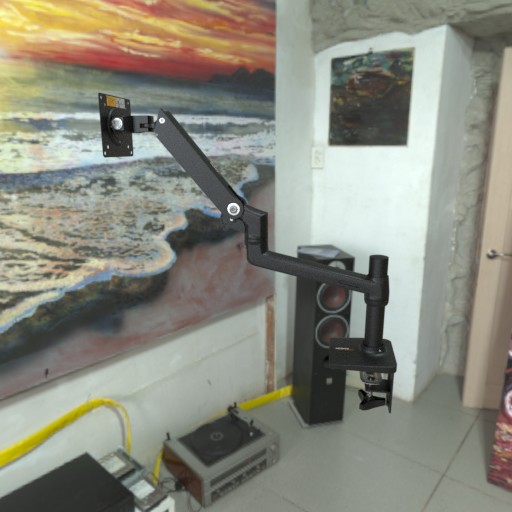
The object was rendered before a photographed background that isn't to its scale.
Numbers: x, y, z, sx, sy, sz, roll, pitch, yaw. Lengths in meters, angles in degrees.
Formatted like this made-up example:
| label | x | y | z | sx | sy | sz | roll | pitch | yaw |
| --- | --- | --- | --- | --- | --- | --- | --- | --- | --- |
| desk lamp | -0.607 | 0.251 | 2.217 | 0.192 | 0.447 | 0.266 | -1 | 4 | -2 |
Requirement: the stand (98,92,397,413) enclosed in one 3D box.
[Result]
| label | x | y | z | sx | sy | sz | roll | pitch | yaw |
| --- | --- | --- | --- | --- | --- | --- | --- | --- | --- |
| stand | 0.000 | 0.000 | 1.027 | 0.650 | 0.713 | 0.152 | 2 | 14 | 10 |
